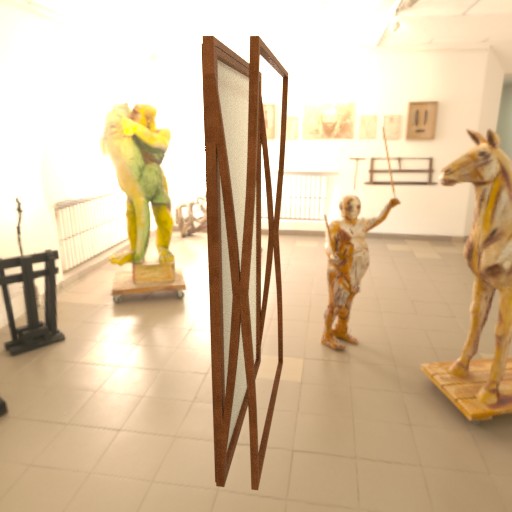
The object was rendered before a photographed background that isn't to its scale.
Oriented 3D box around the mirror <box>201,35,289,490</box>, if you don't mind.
[{"bbox_3d":[0.000,0.000,0.937,0.082,0.768,0.468,3,17,9],"label":"mirror"}]
